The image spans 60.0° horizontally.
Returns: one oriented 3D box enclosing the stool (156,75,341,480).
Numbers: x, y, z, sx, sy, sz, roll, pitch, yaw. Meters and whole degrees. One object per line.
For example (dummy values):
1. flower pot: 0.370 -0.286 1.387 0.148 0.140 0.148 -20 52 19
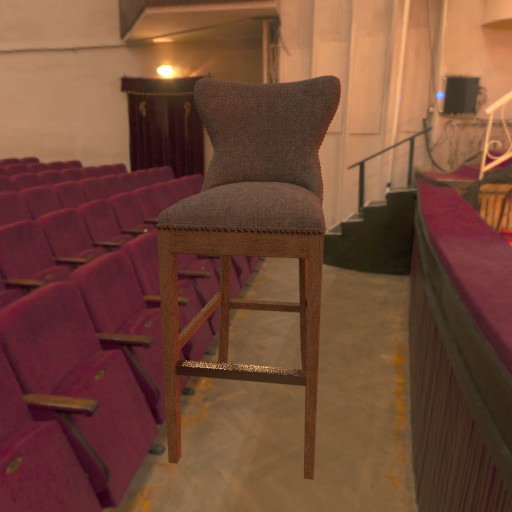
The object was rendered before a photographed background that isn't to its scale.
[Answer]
1. stool: 0.000 0.000 1.416 0.494 1.123 0.606 2 15 9
